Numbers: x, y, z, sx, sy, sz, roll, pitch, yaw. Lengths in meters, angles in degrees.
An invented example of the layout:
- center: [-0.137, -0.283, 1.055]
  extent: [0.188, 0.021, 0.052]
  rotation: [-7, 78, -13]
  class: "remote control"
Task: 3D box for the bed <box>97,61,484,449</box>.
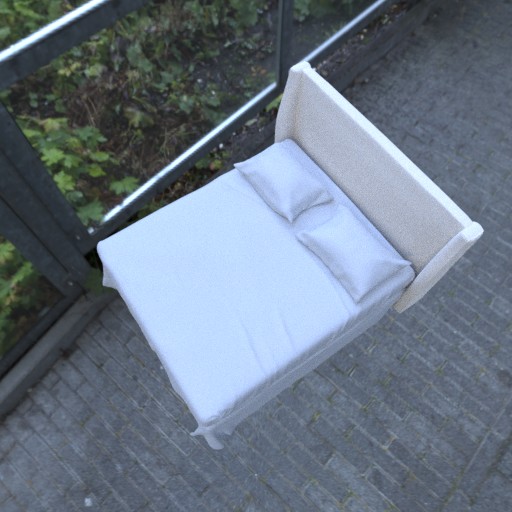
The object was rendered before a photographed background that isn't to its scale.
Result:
- center: [0.000, 0.000, 3.467]
  extent: [2.276, 1.332, 1.925]
  rotation: [-32, 68, -15]
  class: "bed"
